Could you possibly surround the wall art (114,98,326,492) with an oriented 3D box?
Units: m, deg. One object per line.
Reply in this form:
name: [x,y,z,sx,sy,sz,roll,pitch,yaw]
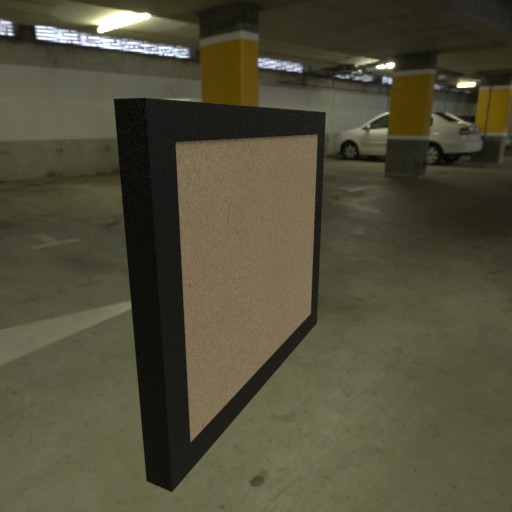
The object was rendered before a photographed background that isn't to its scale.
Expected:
wall art: [0.000,0.000,0.506,0.028,0.321,0.381,8,18,25]
